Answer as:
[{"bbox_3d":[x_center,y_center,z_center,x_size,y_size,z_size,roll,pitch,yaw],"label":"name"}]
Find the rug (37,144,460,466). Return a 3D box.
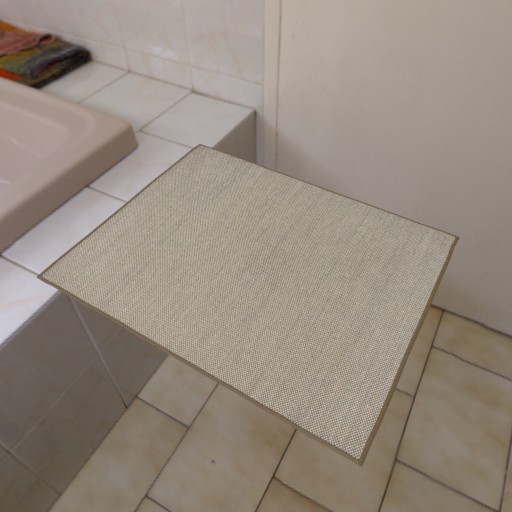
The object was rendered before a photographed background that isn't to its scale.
[{"bbox_3d":[0.000,0.000,4.018,3.041,0.020,2.413,24,52,21],"label":"rug"}]
